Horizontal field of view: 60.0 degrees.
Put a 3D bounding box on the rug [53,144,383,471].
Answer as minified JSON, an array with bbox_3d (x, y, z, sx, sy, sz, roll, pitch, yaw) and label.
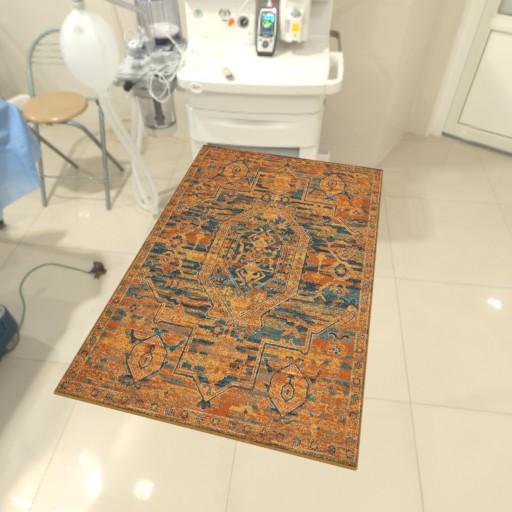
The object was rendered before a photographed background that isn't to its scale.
[{"bbox_3d":[0.000,0.000,1.060,0.557,0.008,0.863,10,47,10],"label":"rug"}]
